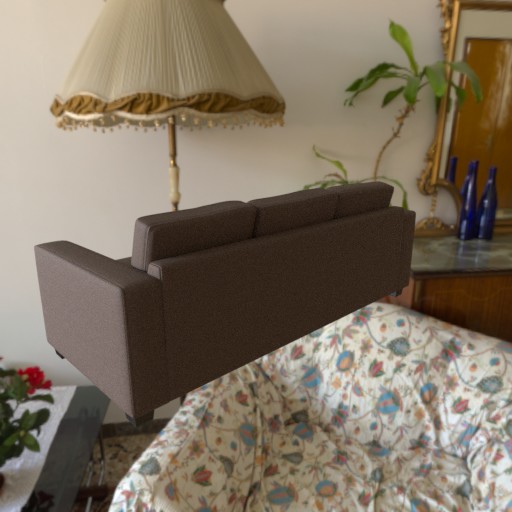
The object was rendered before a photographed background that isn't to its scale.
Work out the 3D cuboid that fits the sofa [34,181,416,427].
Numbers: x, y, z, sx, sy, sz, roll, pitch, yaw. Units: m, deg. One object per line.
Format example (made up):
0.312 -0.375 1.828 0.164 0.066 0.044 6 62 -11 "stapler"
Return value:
0.000 0.000 2.599 2.160 0.806 0.900 -15 22 -42 "sofa"
